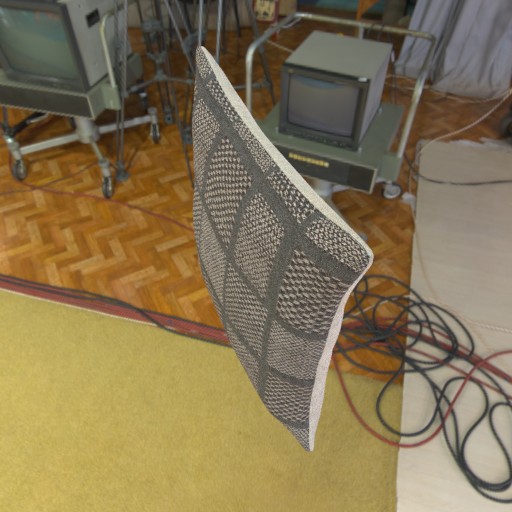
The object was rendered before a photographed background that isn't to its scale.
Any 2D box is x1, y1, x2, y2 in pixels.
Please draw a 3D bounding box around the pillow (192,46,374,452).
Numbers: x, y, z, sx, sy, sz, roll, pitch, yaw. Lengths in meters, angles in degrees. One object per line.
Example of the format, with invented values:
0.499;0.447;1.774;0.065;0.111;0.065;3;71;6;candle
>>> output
0.000;0.000;0.638;0.138;0.432;0.435;-17;49;-15;pillow
